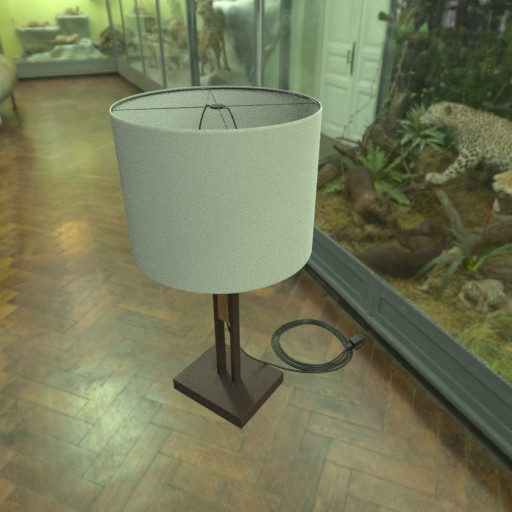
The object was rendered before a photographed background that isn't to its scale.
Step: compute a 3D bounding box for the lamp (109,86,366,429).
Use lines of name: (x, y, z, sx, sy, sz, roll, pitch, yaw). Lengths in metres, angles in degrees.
lamp: (0.000, 0.000, 0.973, 0.396, 0.668, 0.525, 20, 35, 30)
